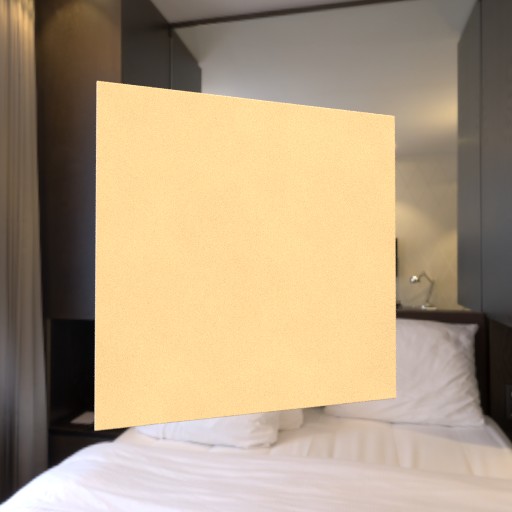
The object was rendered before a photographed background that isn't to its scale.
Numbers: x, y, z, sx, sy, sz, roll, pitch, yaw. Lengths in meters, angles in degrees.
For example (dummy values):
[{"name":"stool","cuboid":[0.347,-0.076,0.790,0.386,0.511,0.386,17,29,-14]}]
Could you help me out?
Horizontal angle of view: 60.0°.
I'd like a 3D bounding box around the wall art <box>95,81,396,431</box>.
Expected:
[{"name":"wall art","cuboid":[0.000,0.000,0.450,0.305,0.305,0.038,0,-1,-18]}]
